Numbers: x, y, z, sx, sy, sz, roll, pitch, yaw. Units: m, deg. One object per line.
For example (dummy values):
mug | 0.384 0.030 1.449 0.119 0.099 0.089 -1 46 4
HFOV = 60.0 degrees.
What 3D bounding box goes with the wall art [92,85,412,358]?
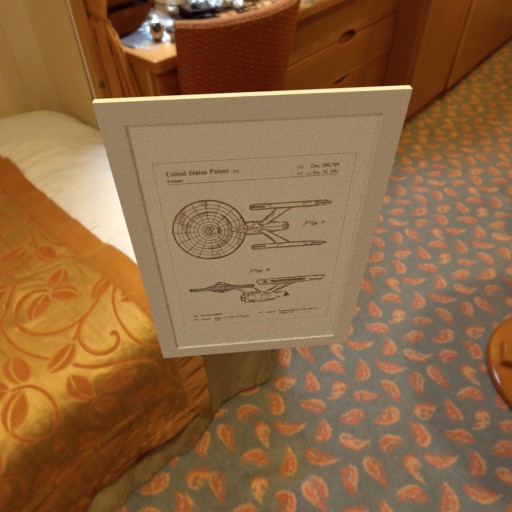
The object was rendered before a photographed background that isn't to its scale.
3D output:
wall art | 0.000 0.000 0.864 0.454 0.659 0.011 -4 46 -4
